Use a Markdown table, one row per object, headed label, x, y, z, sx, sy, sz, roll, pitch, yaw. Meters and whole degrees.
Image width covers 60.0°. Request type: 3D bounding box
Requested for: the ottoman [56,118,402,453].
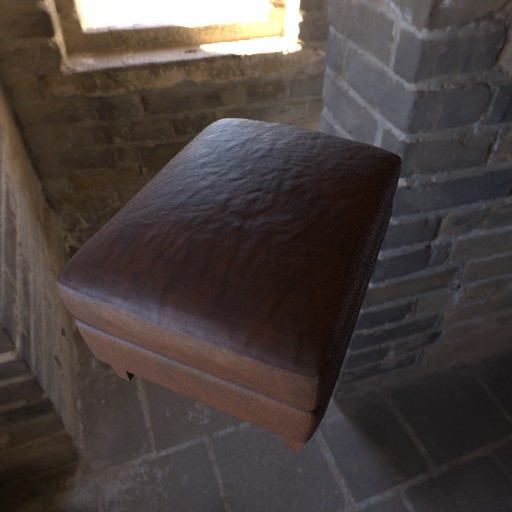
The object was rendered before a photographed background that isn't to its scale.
| label | x | y | z | sx | sy | sz | roll | pitch | yaw |
| --- | --- | --- | --- | --- | --- | --- | --- | --- | --- |
| ottoman | 0.000 | 0.000 | 1.301 | 0.659 | 0.527 | 0.887 | 17 | 47 | 16 |
